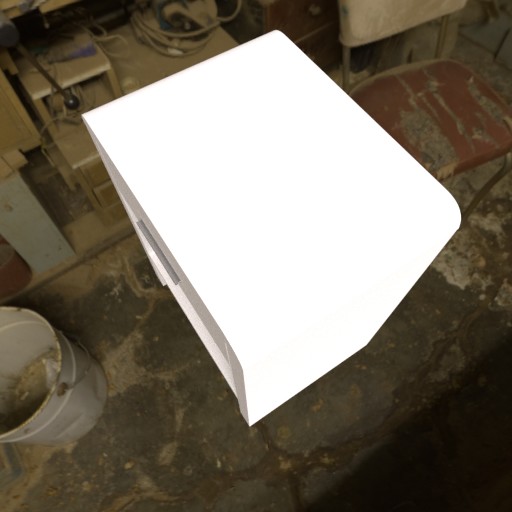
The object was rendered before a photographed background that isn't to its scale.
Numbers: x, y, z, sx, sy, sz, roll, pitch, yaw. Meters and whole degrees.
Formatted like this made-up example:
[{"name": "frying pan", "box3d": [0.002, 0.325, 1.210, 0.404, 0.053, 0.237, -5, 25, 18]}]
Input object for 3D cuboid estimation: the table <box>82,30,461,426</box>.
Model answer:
[{"name": "table", "box3d": [0.000, 0.000, 0.861, 0.350, 0.590, 0.450, -30, 67, -15]}]
